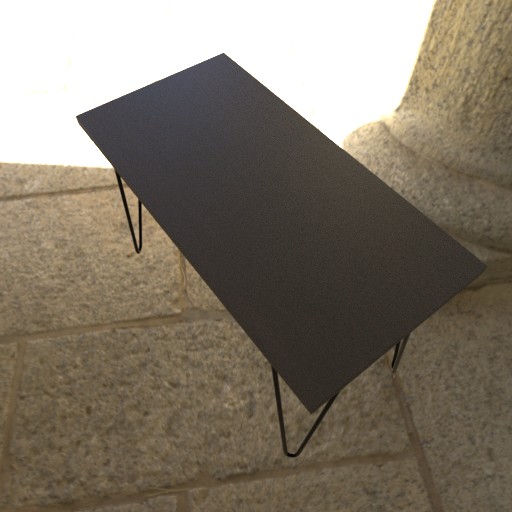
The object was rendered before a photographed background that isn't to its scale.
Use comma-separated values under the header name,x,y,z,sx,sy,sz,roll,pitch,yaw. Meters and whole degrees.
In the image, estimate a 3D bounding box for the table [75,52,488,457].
name,x,y,z,sx,sy,sz,roll,pitch,yaw
table,0.000,0.000,1.360,0.499,0.660,0.991,-32,62,-19
